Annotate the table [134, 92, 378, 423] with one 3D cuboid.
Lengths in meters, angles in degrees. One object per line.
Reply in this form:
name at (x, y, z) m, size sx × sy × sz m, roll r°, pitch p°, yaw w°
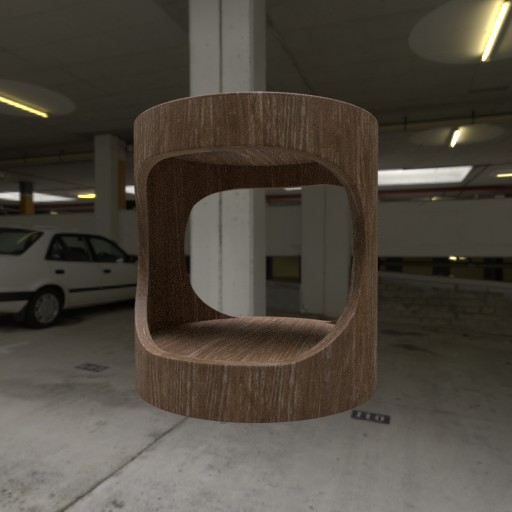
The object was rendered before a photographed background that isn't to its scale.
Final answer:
table at (0.000, 0.000, 0.997) m, size 0.527 × 0.551 × 0.527 m, roll 0°, pitch 1°, yaw 0°
